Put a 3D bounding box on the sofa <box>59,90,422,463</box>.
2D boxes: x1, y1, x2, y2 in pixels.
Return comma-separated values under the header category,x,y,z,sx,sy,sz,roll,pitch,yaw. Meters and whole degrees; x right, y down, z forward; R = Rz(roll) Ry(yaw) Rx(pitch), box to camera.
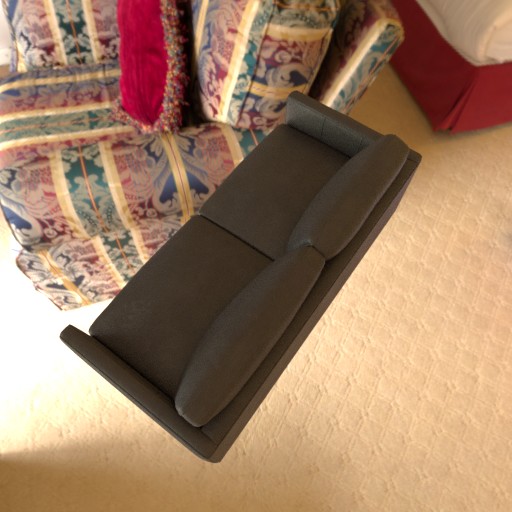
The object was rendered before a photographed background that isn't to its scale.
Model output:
category,x,y,z,sx,sy,sz,roll,pitch,yaw
sofa,0.000,0.000,2.489,0.933,0.863,1.971,33,68,16
